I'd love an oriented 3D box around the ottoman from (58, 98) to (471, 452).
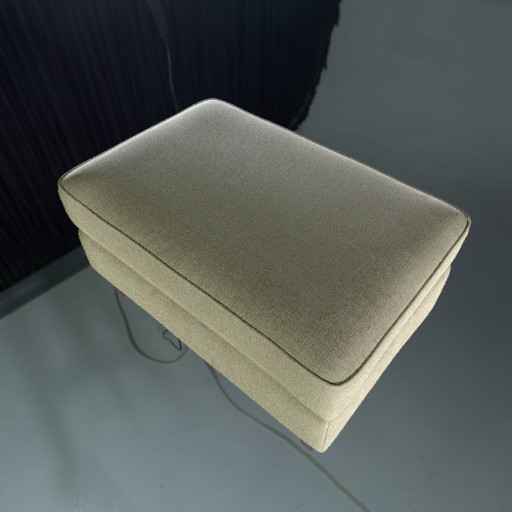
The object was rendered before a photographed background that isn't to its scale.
[{"bbox_3d":[0.000,0.000,1.200,0.862,0.484,0.583,32,55,26],"label":"ottoman"}]
